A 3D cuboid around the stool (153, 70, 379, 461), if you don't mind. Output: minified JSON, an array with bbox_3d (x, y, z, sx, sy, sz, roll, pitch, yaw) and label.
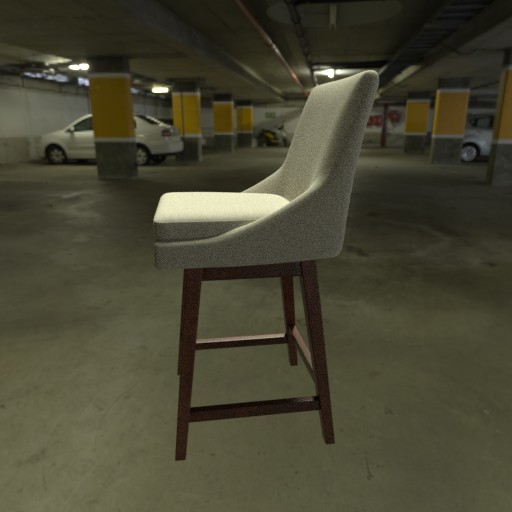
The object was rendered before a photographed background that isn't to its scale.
[{"bbox_3d":[0.000,0.000,1.313,0.559,0.991,0.469,-2,16,-9],"label":"stool"}]
